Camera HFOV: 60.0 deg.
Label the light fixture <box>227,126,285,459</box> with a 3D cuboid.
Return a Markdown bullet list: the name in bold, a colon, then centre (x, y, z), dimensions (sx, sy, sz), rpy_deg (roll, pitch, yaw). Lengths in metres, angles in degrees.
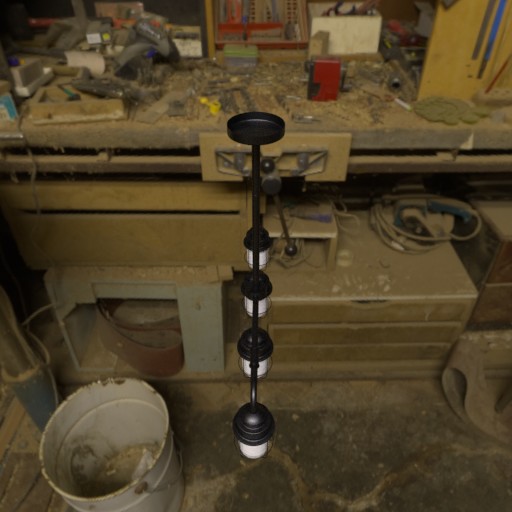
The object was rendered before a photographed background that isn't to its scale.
- **light fixture**: centre (0.000, 0.000, 1.251), dimensions (0.131, 0.785, 0.852), rpy_deg (1, 41, 1)
